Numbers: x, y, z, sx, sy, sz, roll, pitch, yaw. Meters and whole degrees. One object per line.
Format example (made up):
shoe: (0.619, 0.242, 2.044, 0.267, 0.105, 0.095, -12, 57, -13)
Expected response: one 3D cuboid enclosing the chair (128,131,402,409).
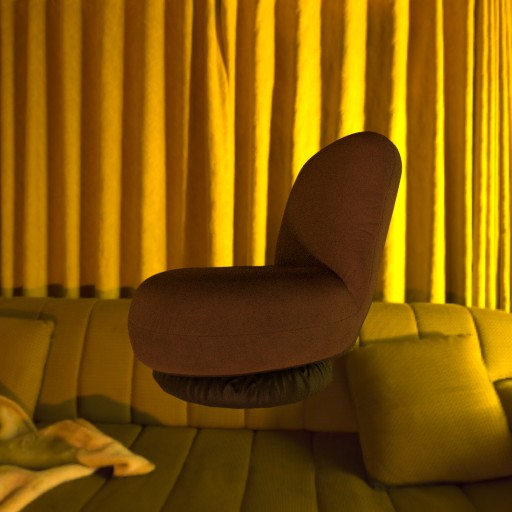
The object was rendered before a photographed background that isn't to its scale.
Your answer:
chair: (0.000, 0.000, 1.070, 0.597, 0.594, 0.521, 0, 1, -16)
